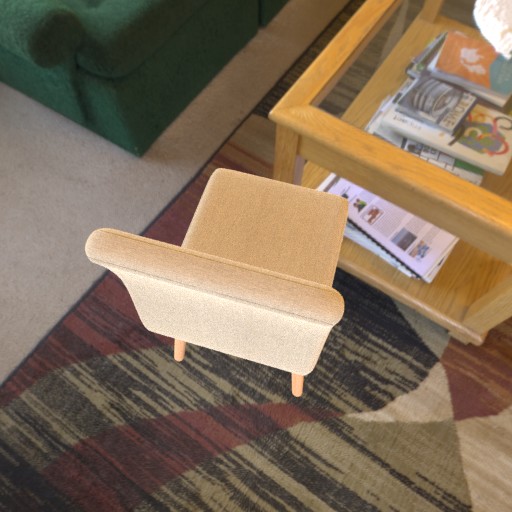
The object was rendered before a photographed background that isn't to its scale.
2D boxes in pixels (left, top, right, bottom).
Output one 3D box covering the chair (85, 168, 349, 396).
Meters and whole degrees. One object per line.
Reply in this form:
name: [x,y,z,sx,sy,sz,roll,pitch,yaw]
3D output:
chair: [0.000,0.000,1.138,0.435,0.885,0.550,15,65,7]
